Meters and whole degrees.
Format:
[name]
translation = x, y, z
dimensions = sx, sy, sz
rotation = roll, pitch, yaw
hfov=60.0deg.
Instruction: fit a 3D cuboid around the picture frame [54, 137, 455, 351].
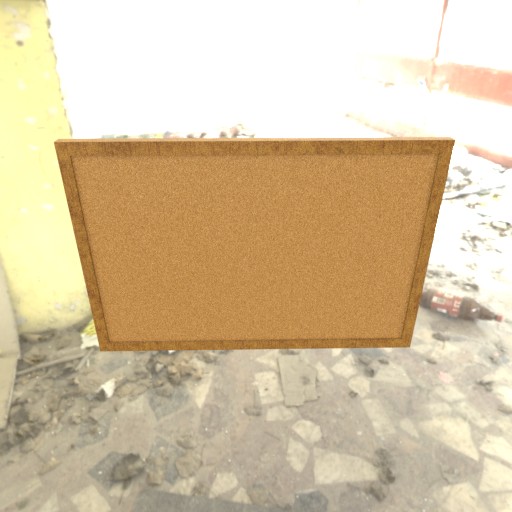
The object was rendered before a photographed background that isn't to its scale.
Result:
[picture frame]
translation = 0.000, 0.000, 1.181
dimensions = 0.922, 0.621, 0.029
rotation = -1, 29, -1
